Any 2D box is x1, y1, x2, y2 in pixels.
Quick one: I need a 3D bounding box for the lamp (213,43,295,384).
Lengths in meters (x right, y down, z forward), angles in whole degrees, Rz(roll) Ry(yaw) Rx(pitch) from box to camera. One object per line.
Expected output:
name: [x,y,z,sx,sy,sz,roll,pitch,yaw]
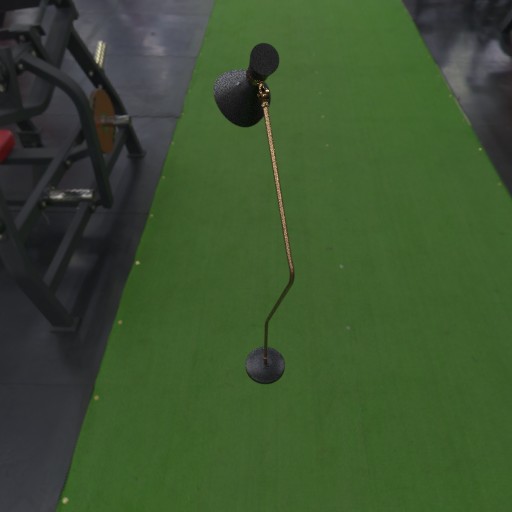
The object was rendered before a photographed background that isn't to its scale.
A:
lamp: [0.000,0.000,1.594,0.277,1.438,0.467,3,46,3]
